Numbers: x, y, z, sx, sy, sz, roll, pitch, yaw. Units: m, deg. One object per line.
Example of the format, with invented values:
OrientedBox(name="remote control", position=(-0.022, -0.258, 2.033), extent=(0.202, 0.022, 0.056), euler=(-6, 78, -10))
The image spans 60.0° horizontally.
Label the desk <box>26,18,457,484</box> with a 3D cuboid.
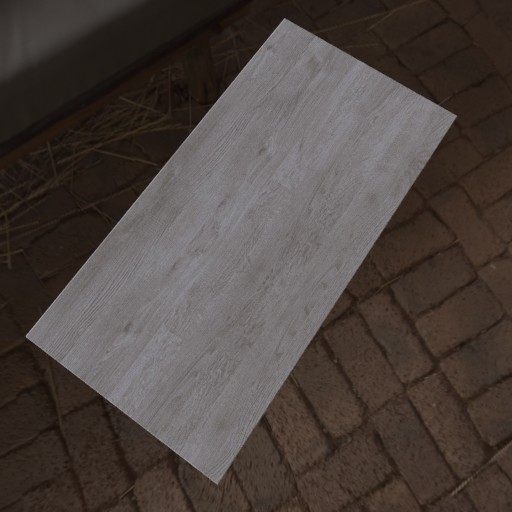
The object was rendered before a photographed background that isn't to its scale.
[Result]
OrientedBox(name="desk", position=(0.000, 0.000, 1.472), extent=(0.560, 0.730, 1.100), euler=(34, 78, 8))
